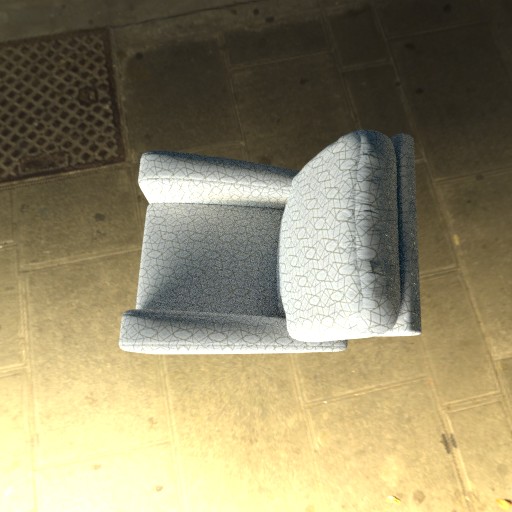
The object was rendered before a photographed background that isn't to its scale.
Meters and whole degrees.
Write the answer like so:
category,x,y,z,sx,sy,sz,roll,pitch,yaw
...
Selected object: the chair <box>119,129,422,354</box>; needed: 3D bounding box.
category,x,y,z,sx,sy,sz,roll,pitch,yaw
chair,0.000,0.000,1.775,0.995,1.064,0.796,3,76,1
